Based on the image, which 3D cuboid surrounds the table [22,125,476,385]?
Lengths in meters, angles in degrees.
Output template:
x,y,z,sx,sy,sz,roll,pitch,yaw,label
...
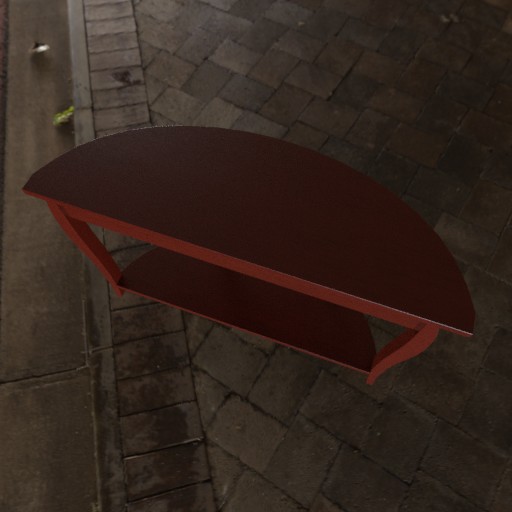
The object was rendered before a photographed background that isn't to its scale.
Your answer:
x,y,z,sx,sy,sz,roll,pitch,yaw,label
0.000,0.000,1.556,1.219,0.779,0.405,18,65,8,table
